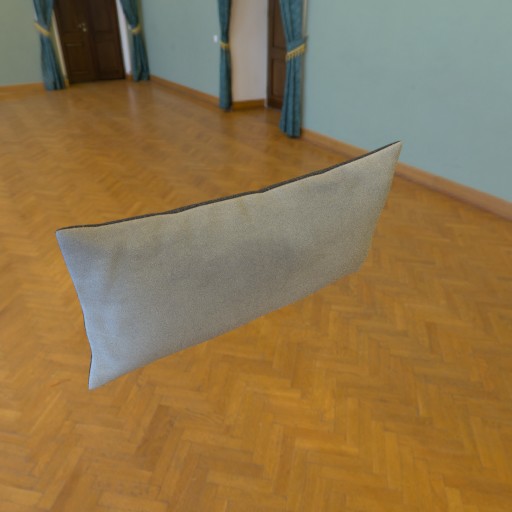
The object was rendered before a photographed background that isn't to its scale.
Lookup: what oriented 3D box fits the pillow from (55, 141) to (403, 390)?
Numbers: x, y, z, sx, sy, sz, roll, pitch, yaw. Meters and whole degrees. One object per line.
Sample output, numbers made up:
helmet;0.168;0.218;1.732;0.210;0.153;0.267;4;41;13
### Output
pillow;0.000;0.000;0.752;0.608;0.305;0.156;-20;37;-29
